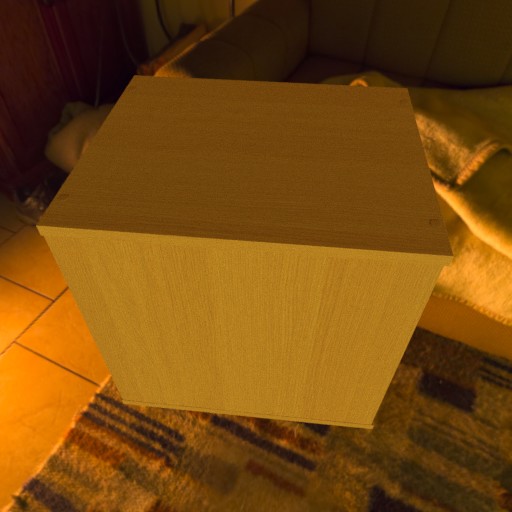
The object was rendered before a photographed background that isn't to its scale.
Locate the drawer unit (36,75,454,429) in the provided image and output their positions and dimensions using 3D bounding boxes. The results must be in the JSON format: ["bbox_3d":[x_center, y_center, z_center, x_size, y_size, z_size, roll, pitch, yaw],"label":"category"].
[{"bbox_3d":[0.000,0.000,0.591,0.349,0.344,0.290,4,47,4],"label":"drawer unit"}]
